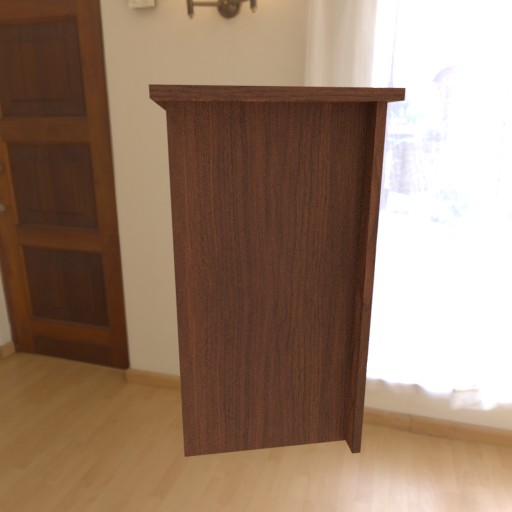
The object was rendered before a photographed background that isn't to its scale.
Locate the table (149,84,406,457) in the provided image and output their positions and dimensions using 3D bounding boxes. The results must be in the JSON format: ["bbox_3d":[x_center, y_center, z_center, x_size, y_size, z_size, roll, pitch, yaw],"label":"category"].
[{"bbox_3d":[0.000,0.000,1.059,0.406,0.711,0.589,-2,16,-8],"label":"table"}]
